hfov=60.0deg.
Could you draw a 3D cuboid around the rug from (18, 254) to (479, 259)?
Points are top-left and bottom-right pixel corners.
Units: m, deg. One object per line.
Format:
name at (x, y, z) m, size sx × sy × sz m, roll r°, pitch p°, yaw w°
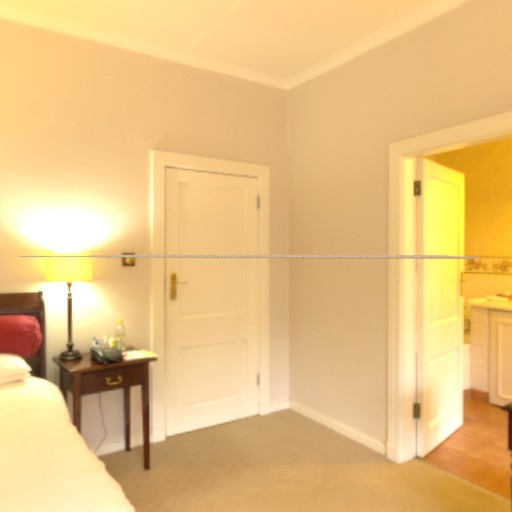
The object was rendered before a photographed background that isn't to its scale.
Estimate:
rug at (0.000, 0.000, 2.935) m, size 2.438 × 0.008 × 1.523 m, roll 0°, pitch 0°, yaw 18°
